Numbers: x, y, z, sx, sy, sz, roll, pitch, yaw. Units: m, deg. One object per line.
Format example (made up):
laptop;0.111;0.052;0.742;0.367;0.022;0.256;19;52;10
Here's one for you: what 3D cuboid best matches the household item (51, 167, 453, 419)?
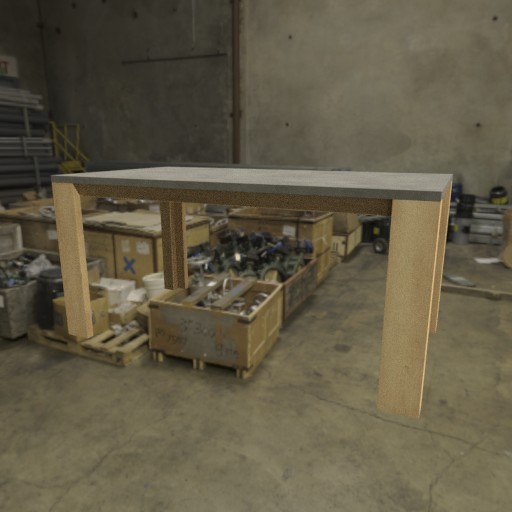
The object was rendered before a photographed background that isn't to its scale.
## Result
household item;0.000;0.000;2.089;1.600;0.755;0.850;7;16;24
